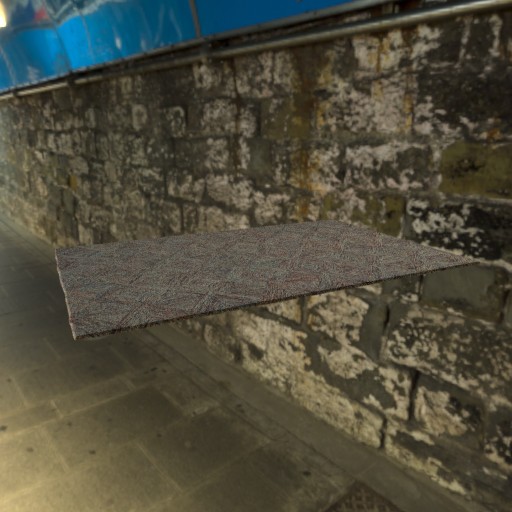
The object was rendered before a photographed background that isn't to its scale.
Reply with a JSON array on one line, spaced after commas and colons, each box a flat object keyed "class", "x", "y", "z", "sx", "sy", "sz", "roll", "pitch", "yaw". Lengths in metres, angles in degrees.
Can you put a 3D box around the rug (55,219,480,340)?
[{"class": "rug", "x": 0.000, "y": 0.000, "z": 2.162, "sx": 1.761, "sy": 0.014, "sz": 1.143, "roll": -8, "pitch": 18, "yaw": -26}]
